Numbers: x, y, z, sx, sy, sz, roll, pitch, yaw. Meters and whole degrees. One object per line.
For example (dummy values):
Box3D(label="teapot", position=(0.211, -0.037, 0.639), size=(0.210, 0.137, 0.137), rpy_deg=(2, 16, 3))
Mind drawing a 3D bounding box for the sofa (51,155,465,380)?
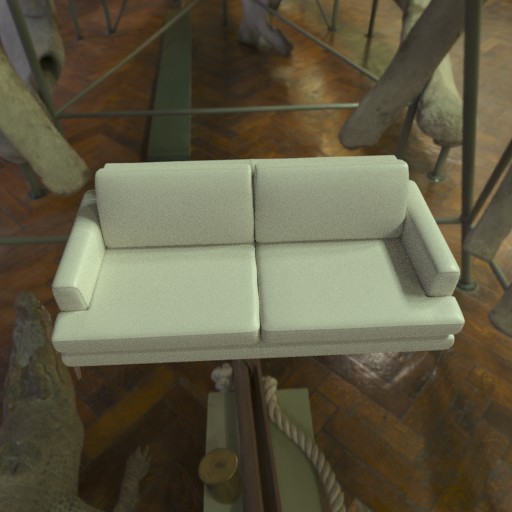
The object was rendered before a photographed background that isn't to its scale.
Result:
Box3D(label="sofa", position=(0.000, 0.000, 2.366), size=(1.940, 0.765, 0.974), rpy_deg=(-2, 45, -2))
